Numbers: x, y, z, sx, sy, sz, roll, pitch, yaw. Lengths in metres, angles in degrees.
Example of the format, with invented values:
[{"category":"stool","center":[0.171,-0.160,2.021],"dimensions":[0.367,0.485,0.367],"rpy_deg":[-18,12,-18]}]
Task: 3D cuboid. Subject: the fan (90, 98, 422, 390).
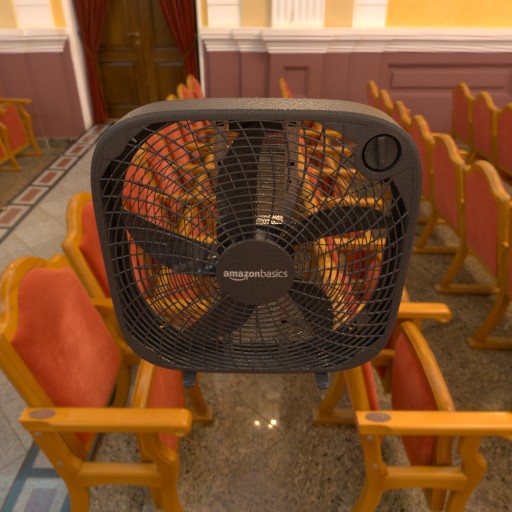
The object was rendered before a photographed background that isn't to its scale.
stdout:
[{"category":"fan","center":[0.000,0.000,0.802],"dimensions":[0.526,0.533,0.142],"rpy_deg":[0,31,1]}]
